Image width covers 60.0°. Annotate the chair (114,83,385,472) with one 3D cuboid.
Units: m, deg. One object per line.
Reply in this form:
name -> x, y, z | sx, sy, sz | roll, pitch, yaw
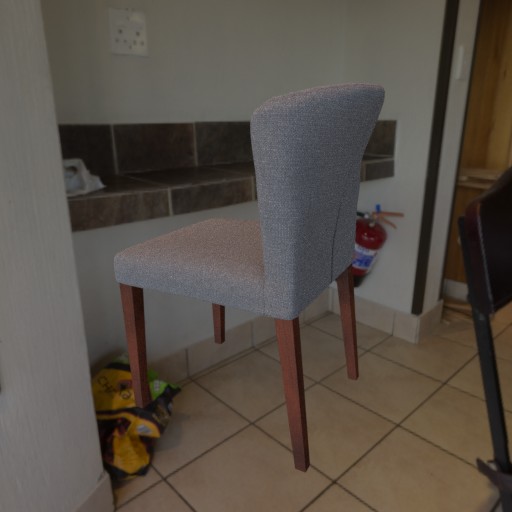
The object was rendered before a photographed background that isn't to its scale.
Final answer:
chair -> 0.000, 0.000, 1.175 | 0.589, 0.839, 0.491 | 9, 20, 27
